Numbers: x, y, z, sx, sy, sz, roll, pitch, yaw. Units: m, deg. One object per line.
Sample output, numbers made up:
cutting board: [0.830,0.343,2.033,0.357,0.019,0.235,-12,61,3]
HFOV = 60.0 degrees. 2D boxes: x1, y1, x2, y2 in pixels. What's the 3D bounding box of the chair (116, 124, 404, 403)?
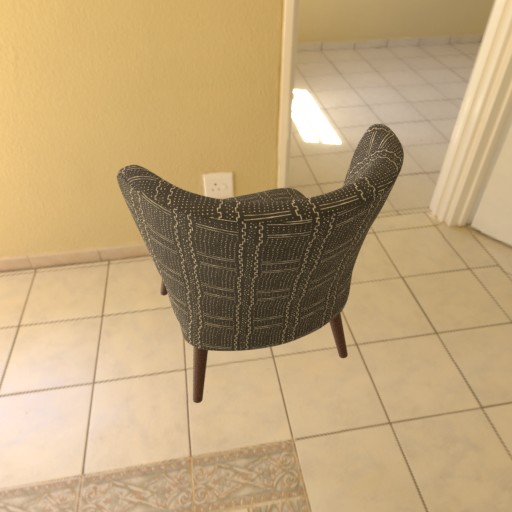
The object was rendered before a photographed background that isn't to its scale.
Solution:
chair: [0.000,0.000,1.391,0.710,0.866,0.758,-13,43,-14]
